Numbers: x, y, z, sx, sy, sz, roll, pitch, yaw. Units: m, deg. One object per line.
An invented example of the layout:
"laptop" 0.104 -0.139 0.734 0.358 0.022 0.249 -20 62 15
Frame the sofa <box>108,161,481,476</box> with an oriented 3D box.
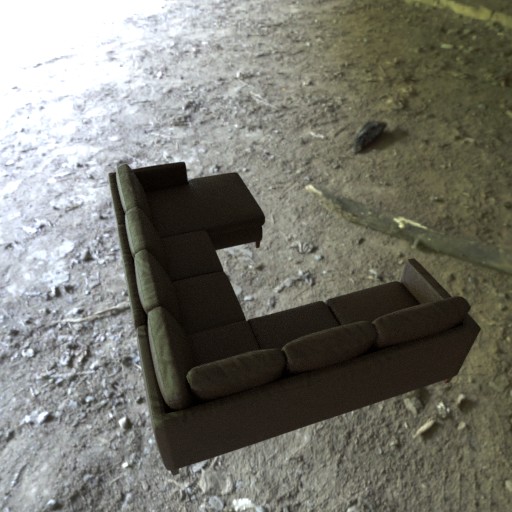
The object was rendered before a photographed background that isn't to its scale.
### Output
"sofa" 0.000 0.000 4.535 2.593 0.923 3.460 -13 42 -14
